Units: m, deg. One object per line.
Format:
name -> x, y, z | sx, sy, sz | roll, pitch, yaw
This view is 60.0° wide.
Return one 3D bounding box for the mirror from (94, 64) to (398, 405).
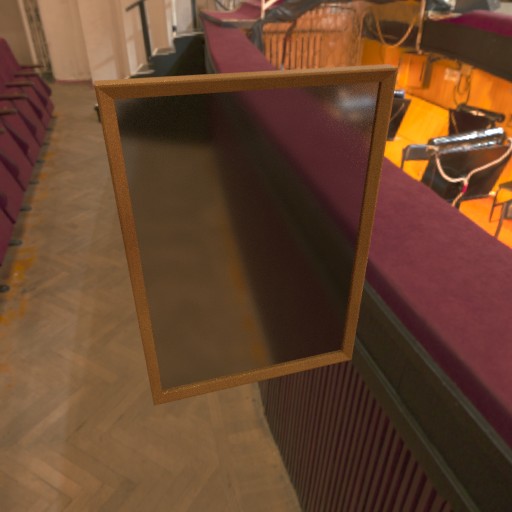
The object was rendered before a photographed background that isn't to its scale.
mirror -> 0.000, 0.000, 0.918 | 0.507, 0.710, 0.039 | -9, 34, -14
